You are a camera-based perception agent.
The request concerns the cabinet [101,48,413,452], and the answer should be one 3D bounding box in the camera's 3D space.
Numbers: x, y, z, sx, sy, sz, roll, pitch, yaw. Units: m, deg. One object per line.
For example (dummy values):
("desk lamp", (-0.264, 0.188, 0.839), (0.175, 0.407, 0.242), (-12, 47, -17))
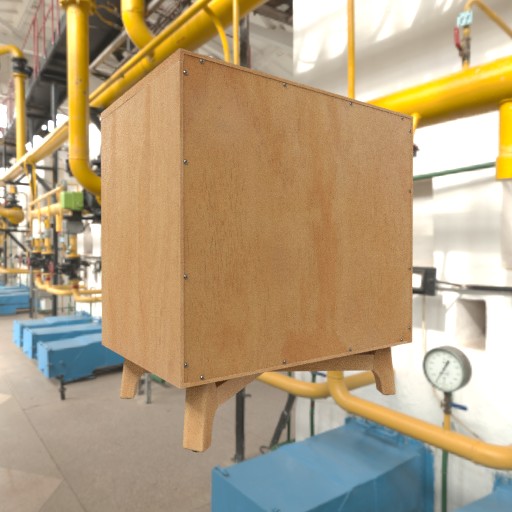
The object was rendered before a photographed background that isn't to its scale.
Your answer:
("cabinet", (0.000, 0.000, 0.954), (0.551, 0.599, 0.394), (-1, 1, -36))
